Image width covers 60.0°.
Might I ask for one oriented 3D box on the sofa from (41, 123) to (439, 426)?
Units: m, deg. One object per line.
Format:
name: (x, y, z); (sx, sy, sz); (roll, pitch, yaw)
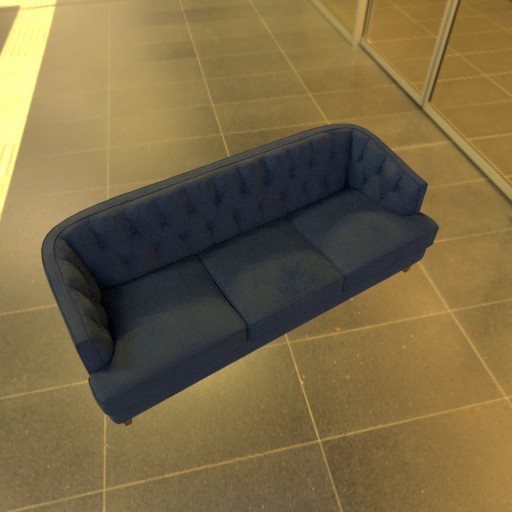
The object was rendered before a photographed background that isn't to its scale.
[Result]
sofa: (0.000, 0.000, 2.727); (2.278, 0.855, 0.941); (-24, 51, -21)
